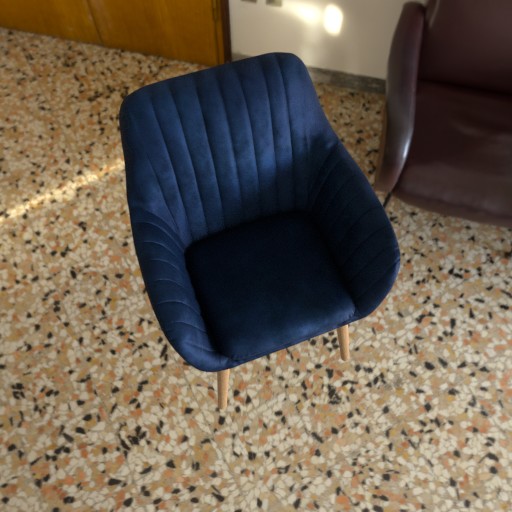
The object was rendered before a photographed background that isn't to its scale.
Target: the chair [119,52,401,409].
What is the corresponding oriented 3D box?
[{"bbox_3d":[0.000,0.000,1.225,0.578,0.826,0.573,-19,64,-9],"label":"chair"}]
